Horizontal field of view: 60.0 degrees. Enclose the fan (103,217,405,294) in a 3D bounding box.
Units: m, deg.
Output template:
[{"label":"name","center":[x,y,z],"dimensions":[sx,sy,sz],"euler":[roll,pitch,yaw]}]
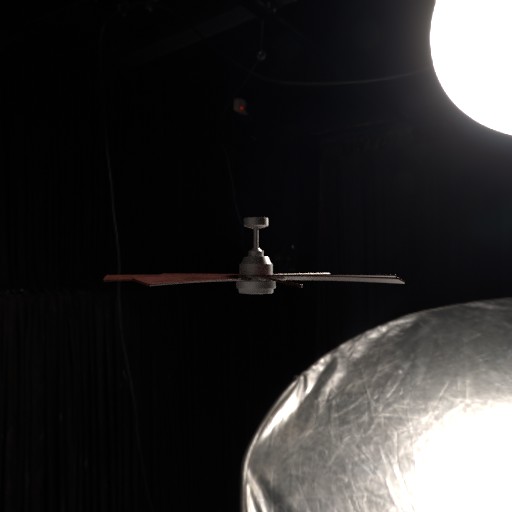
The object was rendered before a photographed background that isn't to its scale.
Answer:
[{"label":"fan","center":[0.000,0.000,2.794],"dimensions":[1.830,0.472,1.830],"euler":[-1,-2,36]}]
